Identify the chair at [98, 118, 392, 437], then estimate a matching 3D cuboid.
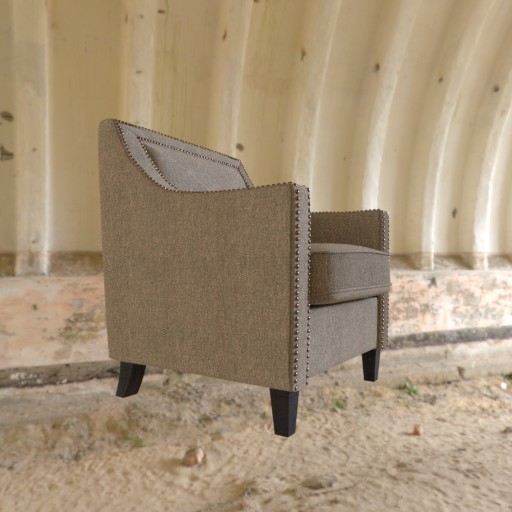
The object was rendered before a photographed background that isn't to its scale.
[{"bbox_3d":[0.000,0.000,1.642,0.884,0.967,0.776,-1,-1,34],"label":"chair"}]
